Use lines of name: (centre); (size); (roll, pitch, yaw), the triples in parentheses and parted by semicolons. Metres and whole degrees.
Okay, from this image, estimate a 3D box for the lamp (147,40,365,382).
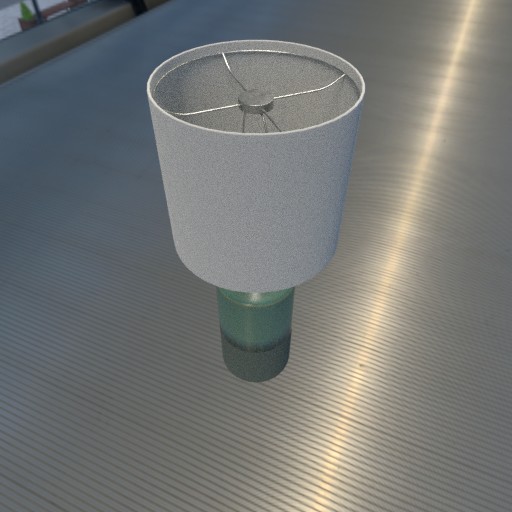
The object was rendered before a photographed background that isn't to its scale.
lamp: (0.000, 0.000, 0.610); (0.212, 0.493, 0.212); (-16, 47, -15)
